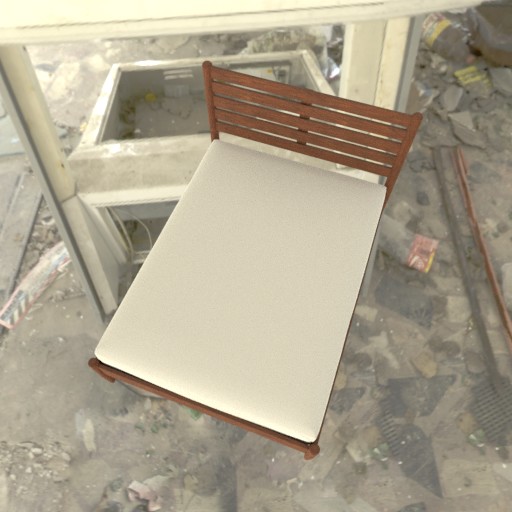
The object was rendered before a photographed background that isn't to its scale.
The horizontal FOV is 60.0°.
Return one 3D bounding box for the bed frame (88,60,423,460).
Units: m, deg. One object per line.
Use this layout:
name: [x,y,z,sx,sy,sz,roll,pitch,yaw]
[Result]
bed frame: [0.000,0.000,3.254,1.655,1.321,2.234,18,62,10]
